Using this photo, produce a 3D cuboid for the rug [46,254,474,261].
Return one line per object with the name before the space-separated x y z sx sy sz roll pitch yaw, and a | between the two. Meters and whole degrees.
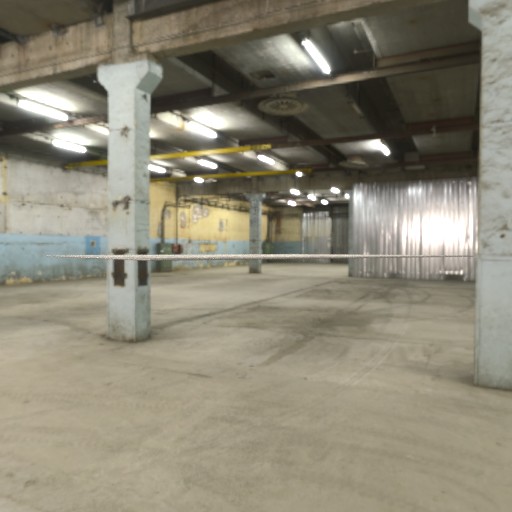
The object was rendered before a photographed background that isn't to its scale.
rug | 0.000 0.000 3.925 2.980 0.012 2.363 0 1 -36
